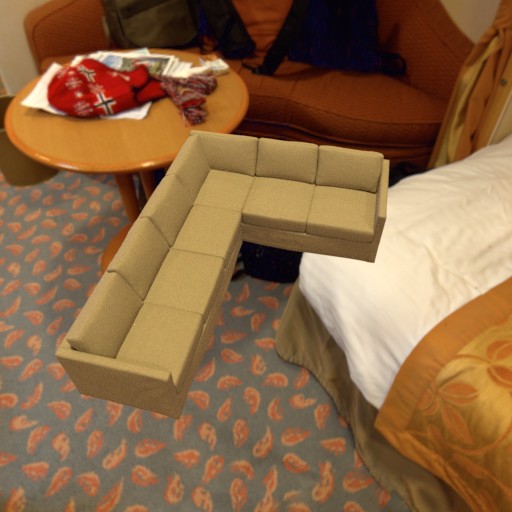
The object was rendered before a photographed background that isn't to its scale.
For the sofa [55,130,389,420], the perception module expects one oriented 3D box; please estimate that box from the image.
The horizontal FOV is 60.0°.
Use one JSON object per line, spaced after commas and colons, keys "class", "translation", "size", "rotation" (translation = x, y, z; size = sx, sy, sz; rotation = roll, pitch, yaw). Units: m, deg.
{"class": "sofa", "translation": [0.000, 0.000, 4.415], "size": [2.432, 0.871, 3.182], "rotation": [10, 48, 9]}
